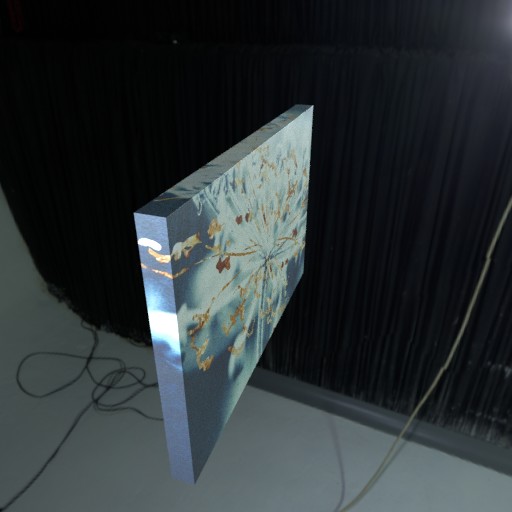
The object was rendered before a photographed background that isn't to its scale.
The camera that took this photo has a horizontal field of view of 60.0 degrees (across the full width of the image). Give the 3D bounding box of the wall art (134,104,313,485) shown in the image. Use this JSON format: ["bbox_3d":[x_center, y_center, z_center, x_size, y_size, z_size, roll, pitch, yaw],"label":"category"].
[{"bbox_3d":[0.000,0.000,0.774,0.036,0.405,0.607,10,30,17],"label":"wall art"}]
